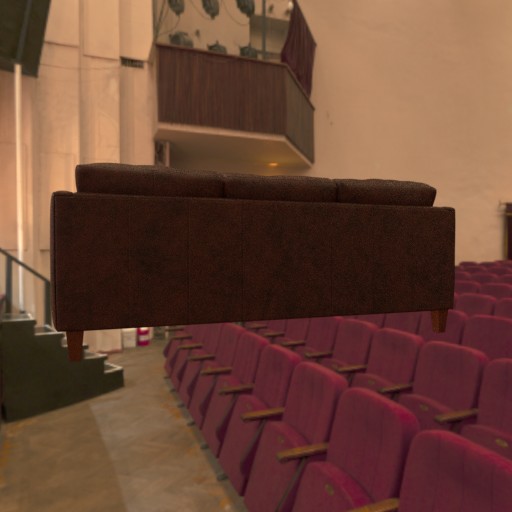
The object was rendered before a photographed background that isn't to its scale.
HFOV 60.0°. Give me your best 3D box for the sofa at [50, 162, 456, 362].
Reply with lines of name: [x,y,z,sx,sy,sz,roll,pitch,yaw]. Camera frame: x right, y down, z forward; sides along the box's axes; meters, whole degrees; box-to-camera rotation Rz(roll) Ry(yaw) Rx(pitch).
sofa: [0.000,0.000,3.000,2.464,1.006,1.045,0,1,-20]
